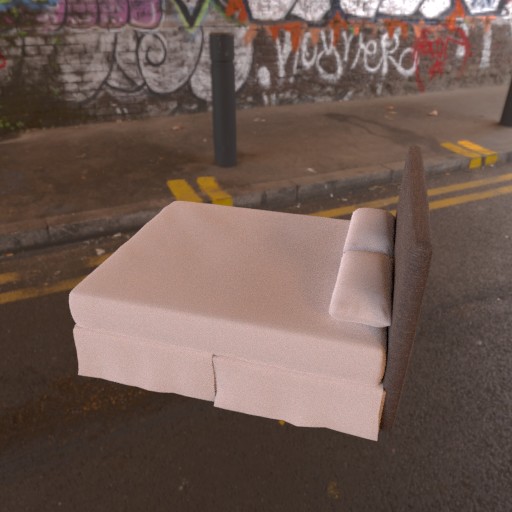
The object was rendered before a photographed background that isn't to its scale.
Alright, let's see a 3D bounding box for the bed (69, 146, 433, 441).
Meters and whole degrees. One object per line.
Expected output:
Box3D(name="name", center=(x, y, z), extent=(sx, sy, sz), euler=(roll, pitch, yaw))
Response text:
Box3D(name="bed", center=(0.000, 0.000, 3.205), extent=(2.142, 1.330, 1.723), euler=(8, 31, 14))
